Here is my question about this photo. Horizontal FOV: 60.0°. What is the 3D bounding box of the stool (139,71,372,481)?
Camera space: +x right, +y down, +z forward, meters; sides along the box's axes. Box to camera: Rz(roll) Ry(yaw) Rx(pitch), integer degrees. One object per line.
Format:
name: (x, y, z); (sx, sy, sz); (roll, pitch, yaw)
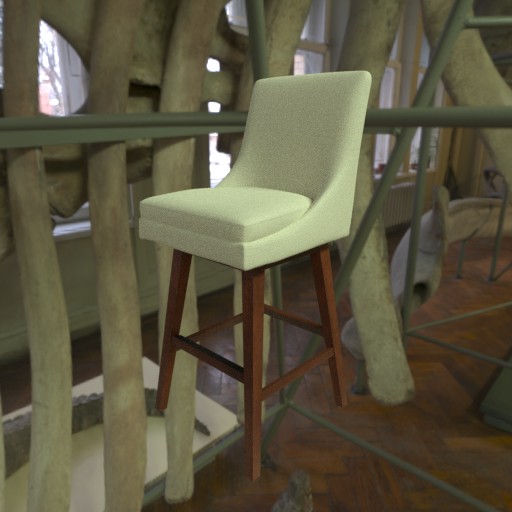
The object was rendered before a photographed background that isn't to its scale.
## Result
stool: (0.000, 0.000, 1.395); (0.470, 1.097, 0.559); (16, 23, 41)
